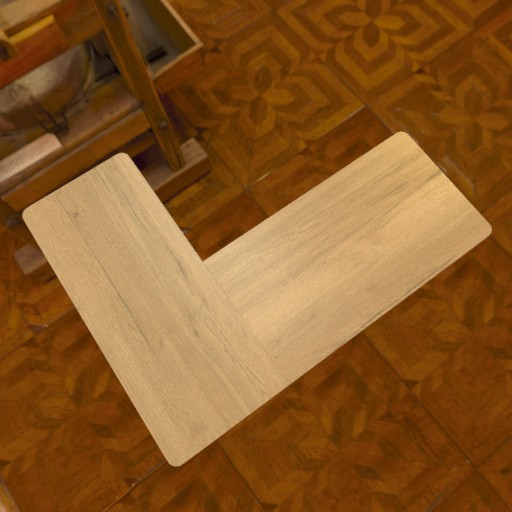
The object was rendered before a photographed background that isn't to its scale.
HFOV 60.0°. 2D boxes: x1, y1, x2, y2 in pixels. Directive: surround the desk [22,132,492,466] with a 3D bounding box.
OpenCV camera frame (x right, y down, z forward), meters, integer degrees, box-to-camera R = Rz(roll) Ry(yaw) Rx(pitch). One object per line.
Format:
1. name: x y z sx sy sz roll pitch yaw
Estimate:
1. desk: 0.000 0.000 1.736 1.169 0.760 0.900 -34 77 -9
